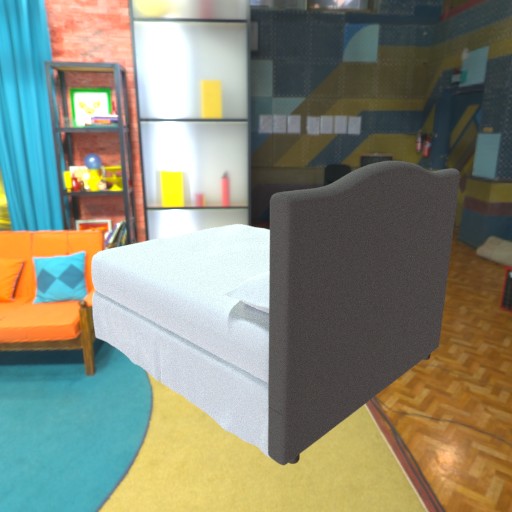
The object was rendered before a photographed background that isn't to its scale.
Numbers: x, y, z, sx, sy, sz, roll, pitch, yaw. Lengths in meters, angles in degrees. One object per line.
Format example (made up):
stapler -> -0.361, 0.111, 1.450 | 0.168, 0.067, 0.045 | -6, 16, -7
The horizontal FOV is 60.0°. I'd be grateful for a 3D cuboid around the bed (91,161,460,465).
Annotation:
bed -> 0.000, 0.000, 3.091 | 1.666, 1.387, 2.036 | -15, 22, -43
